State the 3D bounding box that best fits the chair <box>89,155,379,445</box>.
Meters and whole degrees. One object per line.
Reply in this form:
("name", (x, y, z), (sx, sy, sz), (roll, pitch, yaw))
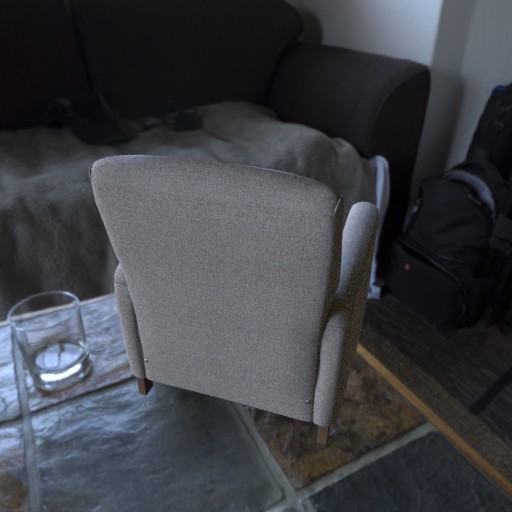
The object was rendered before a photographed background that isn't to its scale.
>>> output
("chair", (0.000, 0.000, 1.668), (0.848, 1.014, 0.864), (10, 33, 15))
